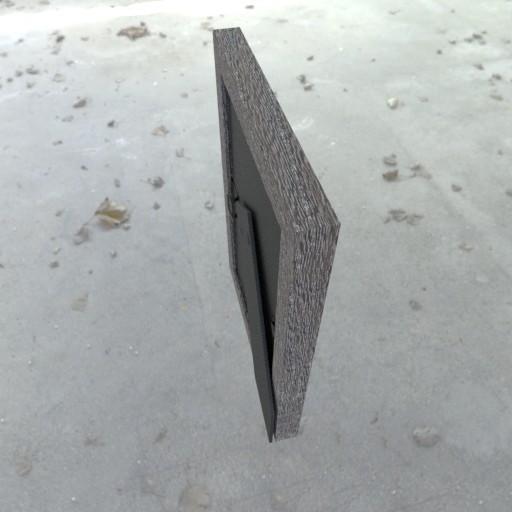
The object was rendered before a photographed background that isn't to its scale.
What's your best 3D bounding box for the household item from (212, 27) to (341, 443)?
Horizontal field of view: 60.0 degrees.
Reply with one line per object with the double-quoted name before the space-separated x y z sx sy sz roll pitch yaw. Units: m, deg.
"household item" 0.000 0.000 0.278 0.020 0.210 0.160 -10 50 -9
